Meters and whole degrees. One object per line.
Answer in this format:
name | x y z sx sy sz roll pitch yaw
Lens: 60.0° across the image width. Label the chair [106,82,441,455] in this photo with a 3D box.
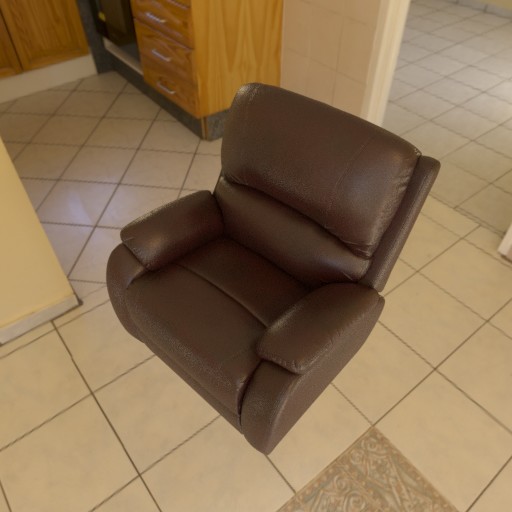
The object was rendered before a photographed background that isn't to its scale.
chair | 0.000 0.000 1.715 0.930 1.011 0.899 33 54 28
